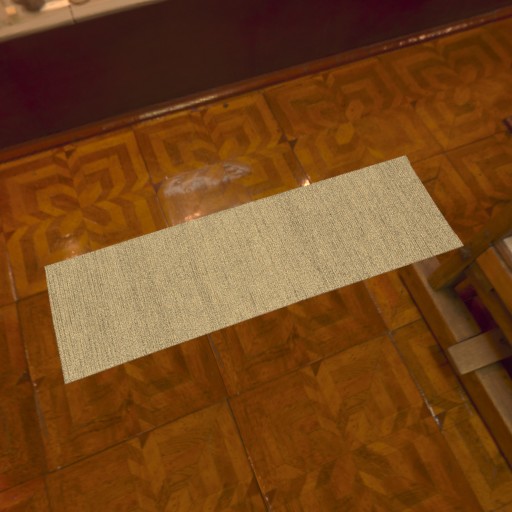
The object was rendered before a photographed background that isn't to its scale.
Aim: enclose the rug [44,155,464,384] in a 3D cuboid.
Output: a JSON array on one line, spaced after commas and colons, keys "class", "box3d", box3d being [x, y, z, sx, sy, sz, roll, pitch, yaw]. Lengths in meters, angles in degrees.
[{"class": "rug", "box3d": [0.000, 0.000, 2.545, 2.320, 0.032, 0.692, -18, 67, -8]}]
